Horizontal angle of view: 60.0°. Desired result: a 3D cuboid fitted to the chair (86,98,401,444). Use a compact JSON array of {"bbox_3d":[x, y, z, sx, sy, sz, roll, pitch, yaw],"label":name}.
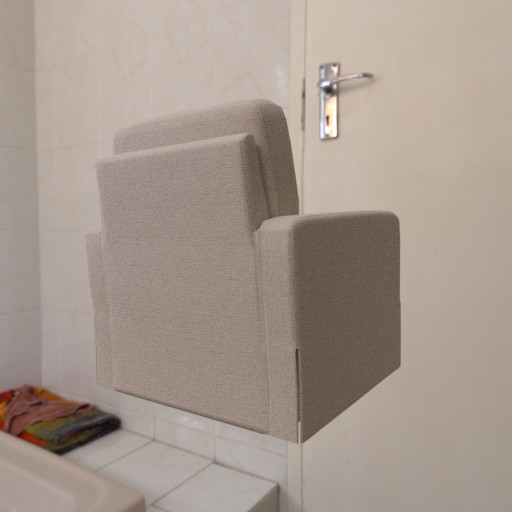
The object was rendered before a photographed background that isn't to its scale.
[{"bbox_3d":[0.000,0.000,1.509,0.755,0.827,0.888,1,2,34],"label":"chair"}]
